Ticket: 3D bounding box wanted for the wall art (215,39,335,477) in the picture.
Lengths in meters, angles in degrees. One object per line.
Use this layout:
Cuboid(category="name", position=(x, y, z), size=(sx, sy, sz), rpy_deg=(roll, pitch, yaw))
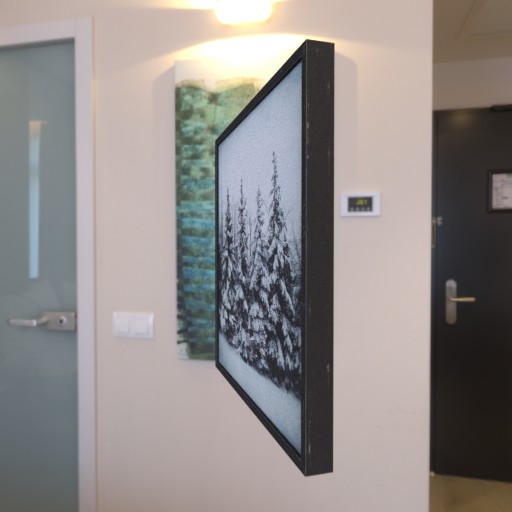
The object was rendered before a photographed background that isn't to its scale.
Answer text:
Cuboid(category="wall art", position=(0.000, 0.000, 0.758), size=(0.036, 0.506, 0.506), rpy_deg=(0, 1, -17))
